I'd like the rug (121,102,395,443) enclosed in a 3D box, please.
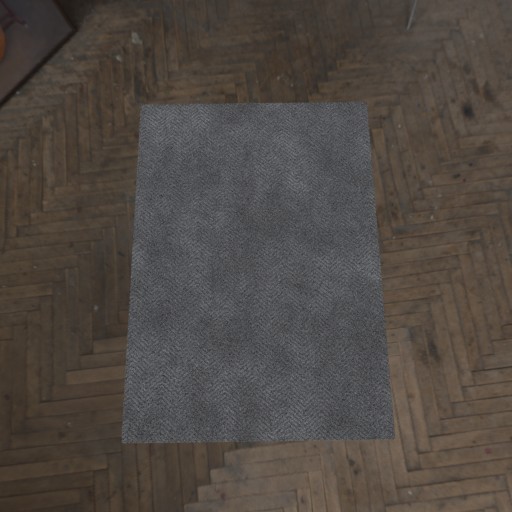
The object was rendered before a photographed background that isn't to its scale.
[{"bbox_3d":[0.000,0.000,2.868,1.600,0.008,2.235,-1,76,0],"label":"rug"}]
